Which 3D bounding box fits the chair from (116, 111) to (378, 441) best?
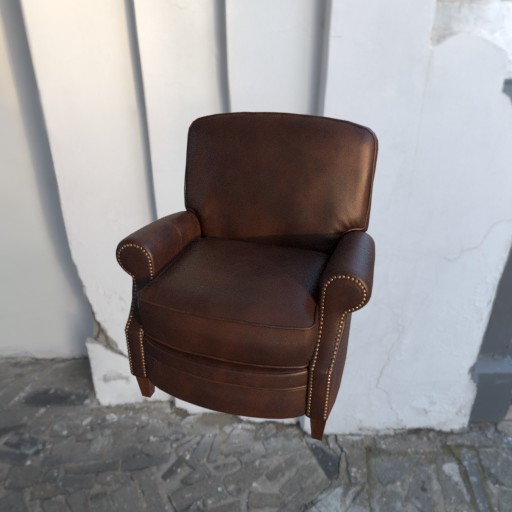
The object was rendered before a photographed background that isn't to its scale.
[{"bbox_3d":[0.000,0.000,1.784,0.936,1.018,0.986,8,28,16],"label":"chair"}]
